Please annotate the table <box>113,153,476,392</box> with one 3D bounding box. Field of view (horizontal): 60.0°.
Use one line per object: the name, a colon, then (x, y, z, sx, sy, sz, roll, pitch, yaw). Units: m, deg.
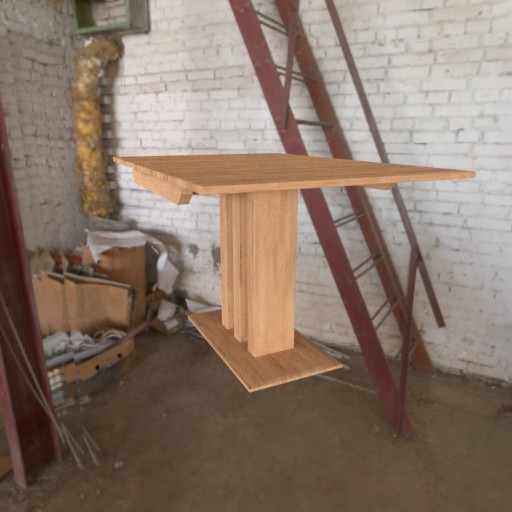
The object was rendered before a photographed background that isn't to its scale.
table: (0.000, 0.000, 1.862, 0.900, 0.770, 1.300, -8, 17, -25)
